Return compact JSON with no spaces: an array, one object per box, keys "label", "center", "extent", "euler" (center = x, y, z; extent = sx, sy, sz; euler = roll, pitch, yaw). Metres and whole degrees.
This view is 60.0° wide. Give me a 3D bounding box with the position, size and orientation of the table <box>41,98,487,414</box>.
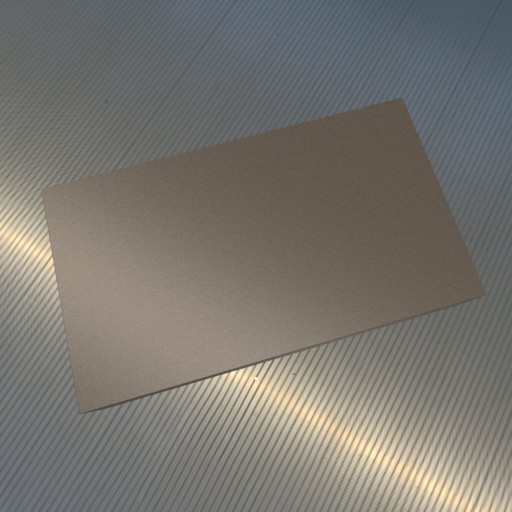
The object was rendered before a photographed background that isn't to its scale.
[{"label":"table","center":[0.000,0.000,1.533],"extent":[1.201,0.404,0.703],"euler":[-15,75,-4]}]
